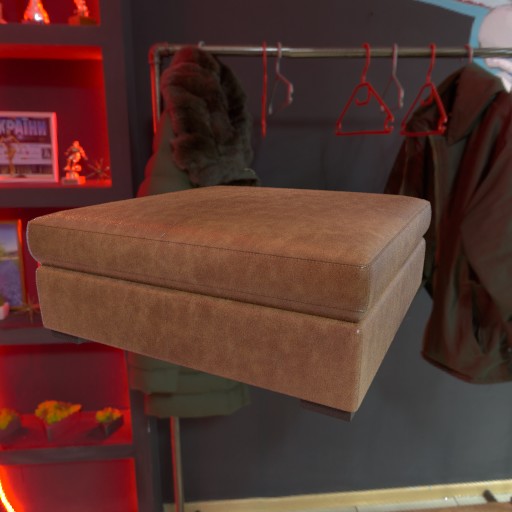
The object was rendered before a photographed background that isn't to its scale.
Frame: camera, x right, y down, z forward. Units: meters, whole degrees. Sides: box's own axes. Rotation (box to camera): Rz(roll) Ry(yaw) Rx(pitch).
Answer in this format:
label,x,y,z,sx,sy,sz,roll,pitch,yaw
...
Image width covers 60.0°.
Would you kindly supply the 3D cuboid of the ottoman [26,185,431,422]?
label,x,y,z,sx,sy,sz,roll,pitch,yaw
ottoman,0.000,0.000,1.773,1.169,0.483,1.168,7,16,26
